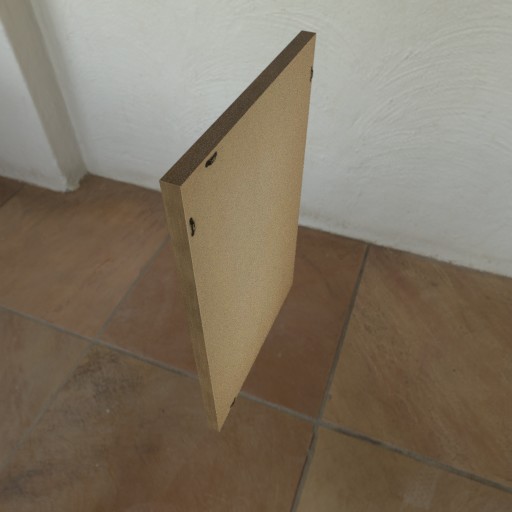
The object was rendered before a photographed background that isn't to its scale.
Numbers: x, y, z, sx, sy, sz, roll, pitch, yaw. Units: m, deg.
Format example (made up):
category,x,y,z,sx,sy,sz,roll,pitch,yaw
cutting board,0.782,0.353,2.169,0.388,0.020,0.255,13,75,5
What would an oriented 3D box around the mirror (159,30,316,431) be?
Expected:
category,x,y,z,sx,sy,sz,roll,pitch,yaw
mirror,0.000,0.000,1.165,0.041,0.915,0.609,18,50,16
